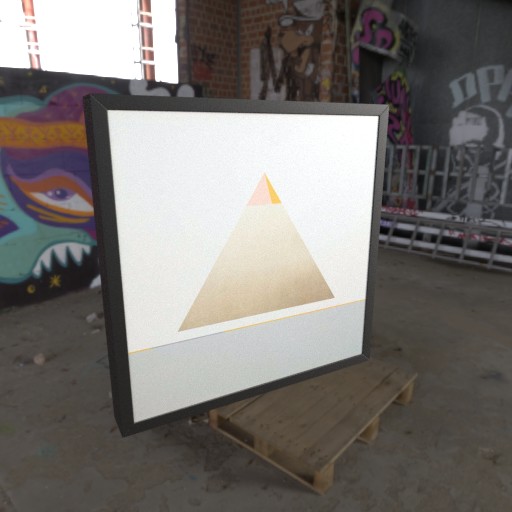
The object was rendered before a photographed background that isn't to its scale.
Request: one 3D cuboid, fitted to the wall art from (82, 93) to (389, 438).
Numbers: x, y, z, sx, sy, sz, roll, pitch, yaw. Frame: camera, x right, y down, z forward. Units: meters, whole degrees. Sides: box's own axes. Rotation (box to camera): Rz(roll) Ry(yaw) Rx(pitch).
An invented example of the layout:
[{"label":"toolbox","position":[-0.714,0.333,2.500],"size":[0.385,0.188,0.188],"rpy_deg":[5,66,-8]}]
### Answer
[{"label":"wall art","position":[0.000,0.000,0.458],"size":[0.304,0.303,0.037],"rpy_deg":[-8,18,-28]}]
